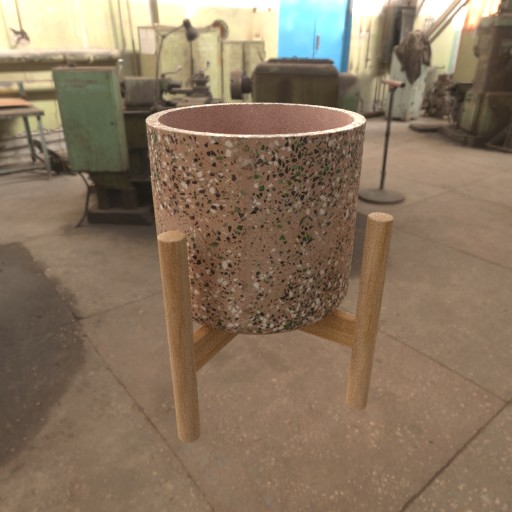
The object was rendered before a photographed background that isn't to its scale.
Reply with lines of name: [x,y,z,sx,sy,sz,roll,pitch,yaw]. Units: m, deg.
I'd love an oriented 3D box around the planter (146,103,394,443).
planter: [0.000,0.000,0.527,0.284,0.320,0.284,-18,31,-32]
